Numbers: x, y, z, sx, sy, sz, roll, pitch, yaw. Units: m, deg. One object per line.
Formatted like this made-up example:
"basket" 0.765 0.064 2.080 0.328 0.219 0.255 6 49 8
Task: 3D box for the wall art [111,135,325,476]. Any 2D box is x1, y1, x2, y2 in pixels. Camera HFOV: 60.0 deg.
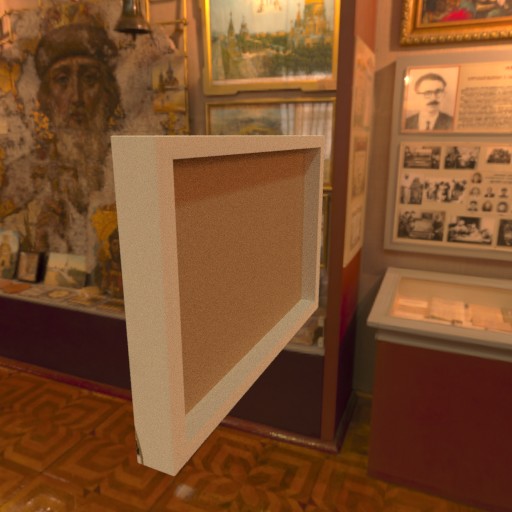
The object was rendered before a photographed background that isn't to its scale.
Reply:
"wall art" 0.000 0.000 0.485 0.039 0.254 0.384 7 17 24
